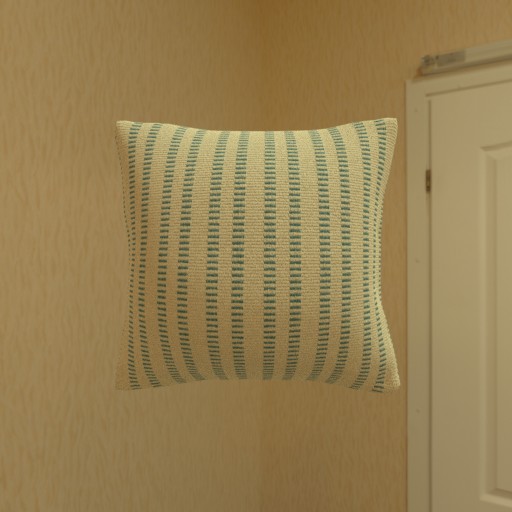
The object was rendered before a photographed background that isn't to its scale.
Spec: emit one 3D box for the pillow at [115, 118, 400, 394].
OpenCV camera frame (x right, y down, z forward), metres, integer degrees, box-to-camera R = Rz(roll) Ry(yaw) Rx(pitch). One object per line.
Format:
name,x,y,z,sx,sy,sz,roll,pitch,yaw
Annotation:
pillow,0.000,0.000,0.680,0.438,0.419,0.247,0,0,1
